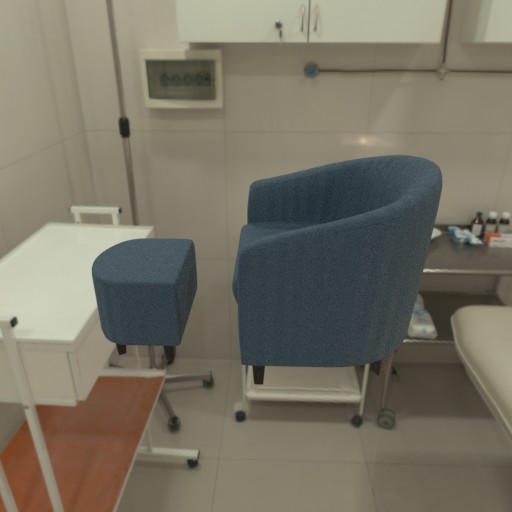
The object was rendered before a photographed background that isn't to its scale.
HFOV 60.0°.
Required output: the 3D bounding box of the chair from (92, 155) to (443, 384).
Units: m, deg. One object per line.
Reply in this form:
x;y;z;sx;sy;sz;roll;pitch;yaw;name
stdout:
0.000;0.000;1.748;1.288;0.757;0.756;1;25;2;chair
